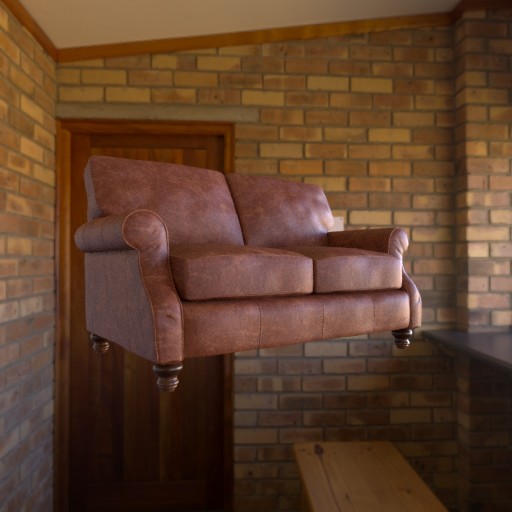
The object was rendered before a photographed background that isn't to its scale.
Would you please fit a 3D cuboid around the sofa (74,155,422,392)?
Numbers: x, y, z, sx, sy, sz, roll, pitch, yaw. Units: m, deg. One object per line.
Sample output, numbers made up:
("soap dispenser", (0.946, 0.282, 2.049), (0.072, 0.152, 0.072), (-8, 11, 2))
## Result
("sofa", (0.000, 0.000, 2.259), (1.616, 0.967, 0.990), (0, -1, -35))
